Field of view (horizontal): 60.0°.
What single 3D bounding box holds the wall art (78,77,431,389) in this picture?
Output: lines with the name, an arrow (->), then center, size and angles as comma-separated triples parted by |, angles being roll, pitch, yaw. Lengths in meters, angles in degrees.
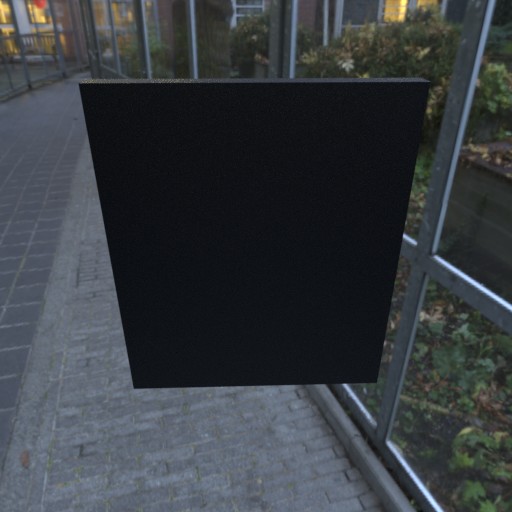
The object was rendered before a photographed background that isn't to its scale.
wall art -> 0.000, 0.000, 0.512 | 0.325, 0.380, 0.028 | -1, 29, -2
